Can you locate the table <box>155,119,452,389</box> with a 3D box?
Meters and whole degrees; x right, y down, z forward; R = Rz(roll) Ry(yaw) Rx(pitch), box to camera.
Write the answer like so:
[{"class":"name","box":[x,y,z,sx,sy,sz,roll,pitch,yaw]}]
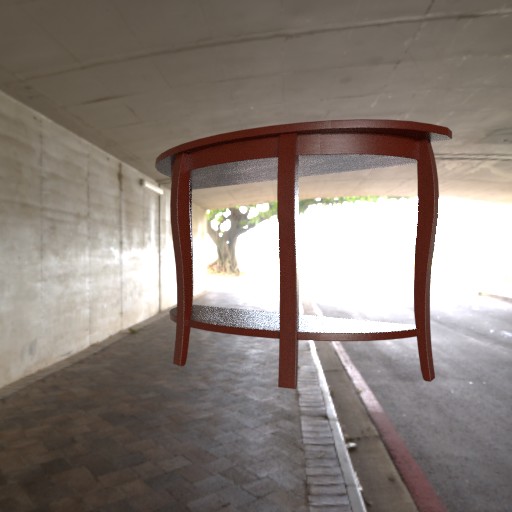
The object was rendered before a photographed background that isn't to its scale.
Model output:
[{"class":"table","box":[0.000,0.000,1.579,1.219,0.779,0.405,0,0,36]}]
